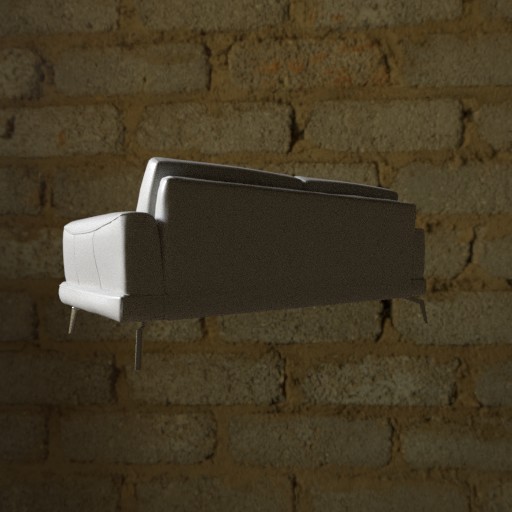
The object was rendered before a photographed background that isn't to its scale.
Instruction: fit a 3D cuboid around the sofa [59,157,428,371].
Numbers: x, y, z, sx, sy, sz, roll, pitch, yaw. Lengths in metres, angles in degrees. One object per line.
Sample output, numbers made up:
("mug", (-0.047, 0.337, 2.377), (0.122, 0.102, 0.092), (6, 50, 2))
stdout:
("sofa", (0.000, 0.000, 2.820), (2.177, 0.930, 1.121), (0, 0, -36))
